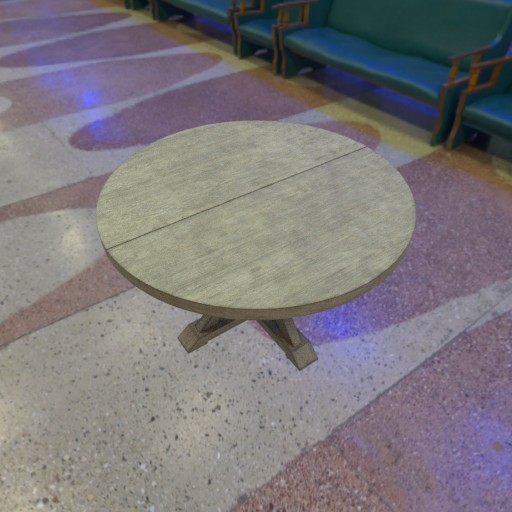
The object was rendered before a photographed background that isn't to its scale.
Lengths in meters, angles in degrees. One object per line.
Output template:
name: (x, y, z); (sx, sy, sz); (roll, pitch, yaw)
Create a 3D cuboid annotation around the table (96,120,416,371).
table: (0.000, 0.000, 2.208); (1.363, 0.781, 1.363); (0, 43, 0)
